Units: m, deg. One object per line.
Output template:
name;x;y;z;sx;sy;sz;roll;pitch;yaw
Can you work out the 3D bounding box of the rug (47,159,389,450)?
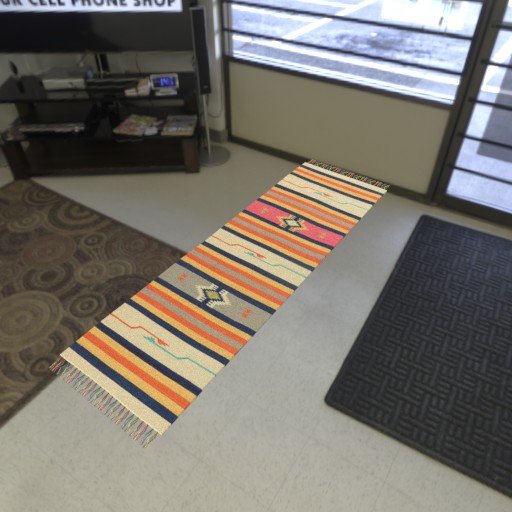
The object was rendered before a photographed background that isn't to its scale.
rug;0.000;0.000;2.700;0.695;0.017;2.455;26;48;26
